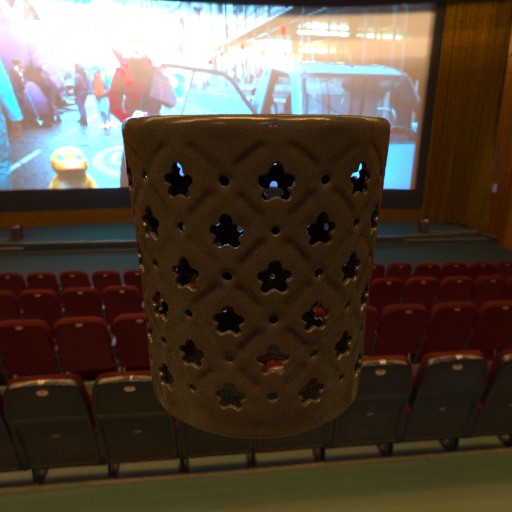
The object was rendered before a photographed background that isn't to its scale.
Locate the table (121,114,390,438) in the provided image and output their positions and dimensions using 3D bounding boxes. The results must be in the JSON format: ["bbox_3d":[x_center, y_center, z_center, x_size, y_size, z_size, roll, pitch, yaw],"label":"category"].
[{"bbox_3d":[0.000,0.000,0.646,0.352,0.387,0.352,0,15,0],"label":"table"}]
